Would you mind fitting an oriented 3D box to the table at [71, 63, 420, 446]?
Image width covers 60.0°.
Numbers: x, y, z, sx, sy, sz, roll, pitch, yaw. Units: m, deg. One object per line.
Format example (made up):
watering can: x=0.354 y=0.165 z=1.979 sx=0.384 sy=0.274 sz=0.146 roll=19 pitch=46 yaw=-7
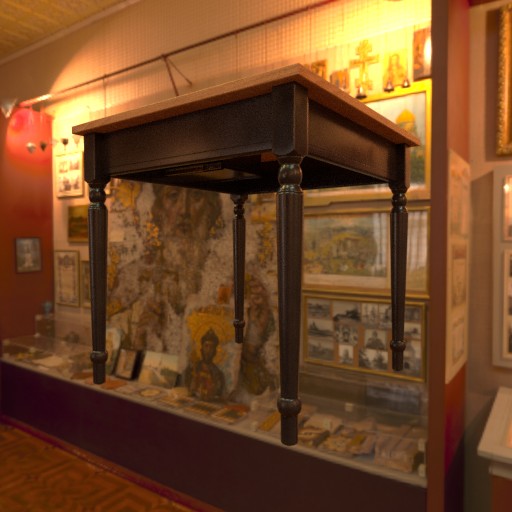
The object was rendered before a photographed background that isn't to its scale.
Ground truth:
table: x=0.000 y=0.000 z=1.341 sx=0.747 sy=0.738 sz=0.747 roll=1 pitch=2 yaw=36
